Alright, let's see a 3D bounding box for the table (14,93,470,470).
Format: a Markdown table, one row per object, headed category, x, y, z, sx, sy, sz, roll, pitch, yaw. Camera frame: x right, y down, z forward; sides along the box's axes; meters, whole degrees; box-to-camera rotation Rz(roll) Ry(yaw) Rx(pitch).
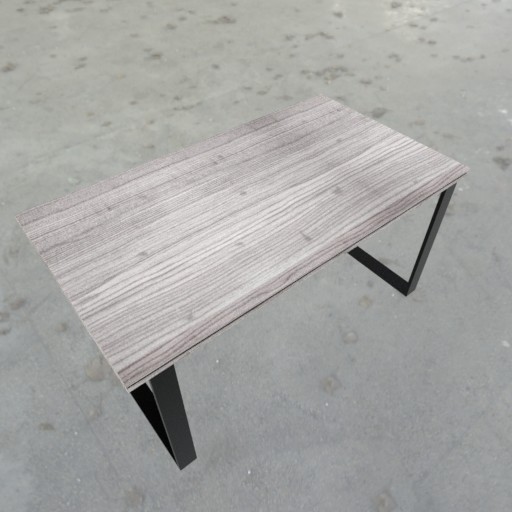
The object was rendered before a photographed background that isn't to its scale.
| category | x | y | z | sx | sy | sz | roll | pitch | yaw |
| --- | --- | --- | --- | --- | --- | --- | --- | --- | --- |
| table | 0.000 | 0.000 | 2.001 | 1.579 | 0.736 | 0.881 | -30 | 52 | -26 |
